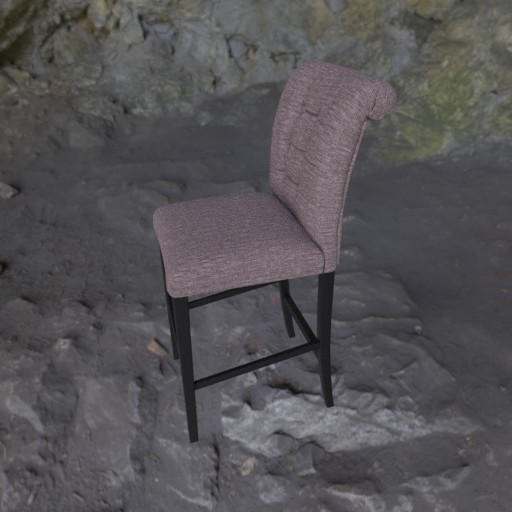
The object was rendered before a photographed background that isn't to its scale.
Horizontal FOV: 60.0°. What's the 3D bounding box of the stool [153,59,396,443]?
[{"bbox_3d":[0.000,0.000,1.454,0.613,1.131,0.452,-9,32,-14],"label":"stool"}]
